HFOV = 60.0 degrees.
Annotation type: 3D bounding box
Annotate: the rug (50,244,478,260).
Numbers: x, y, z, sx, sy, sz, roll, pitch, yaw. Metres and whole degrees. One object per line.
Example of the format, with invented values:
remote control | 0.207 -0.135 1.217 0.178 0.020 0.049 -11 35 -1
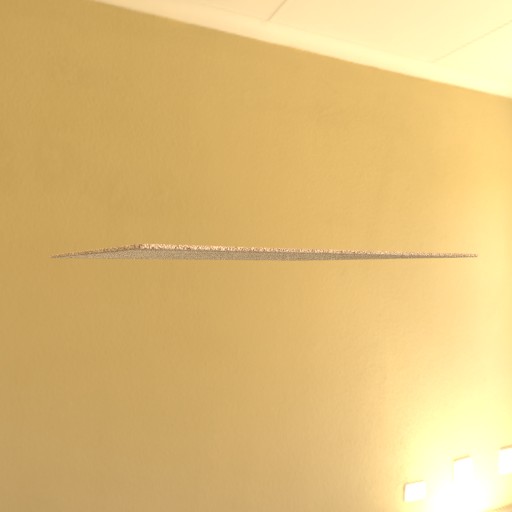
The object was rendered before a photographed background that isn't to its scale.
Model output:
rug | 0.000 0.000 4.013 3.047 0.029 2.438 1 -2 -34
